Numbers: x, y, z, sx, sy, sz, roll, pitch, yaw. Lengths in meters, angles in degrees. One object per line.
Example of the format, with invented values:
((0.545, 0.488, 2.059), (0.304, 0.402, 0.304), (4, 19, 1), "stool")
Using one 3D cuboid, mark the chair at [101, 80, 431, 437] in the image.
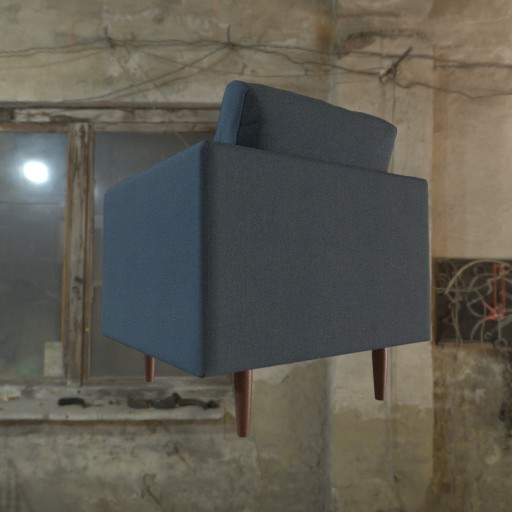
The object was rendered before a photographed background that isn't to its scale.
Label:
((0.000, 0.000, 1.541), (0.855, 0.922, 0.820), (1, -1, -35), "chair")
